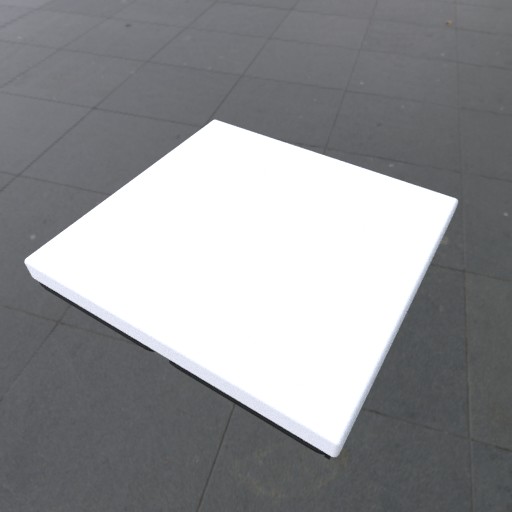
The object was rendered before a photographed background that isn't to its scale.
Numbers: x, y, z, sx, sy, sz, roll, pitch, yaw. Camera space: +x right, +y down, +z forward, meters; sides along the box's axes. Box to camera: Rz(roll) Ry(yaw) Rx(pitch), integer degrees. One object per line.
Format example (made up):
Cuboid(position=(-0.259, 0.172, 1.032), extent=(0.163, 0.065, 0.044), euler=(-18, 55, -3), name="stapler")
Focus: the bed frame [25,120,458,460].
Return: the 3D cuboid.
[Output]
Cuboid(position=(0.000, 0.000, 2.974), extent=(2.033, 0.525, 1.935), euler=(24, 51, 21), name="bed frame")
